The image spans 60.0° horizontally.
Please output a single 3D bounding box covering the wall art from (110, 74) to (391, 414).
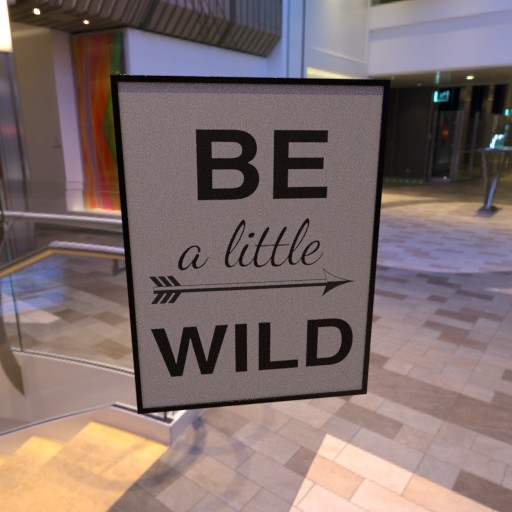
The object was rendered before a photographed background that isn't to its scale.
[{"bbox_3d":[0.000,0.000,0.775,0.442,0.582,0.013,-2,16,-8],"label":"wall art"}]
